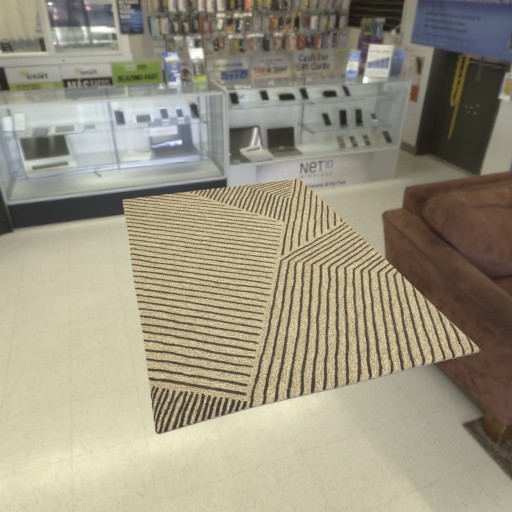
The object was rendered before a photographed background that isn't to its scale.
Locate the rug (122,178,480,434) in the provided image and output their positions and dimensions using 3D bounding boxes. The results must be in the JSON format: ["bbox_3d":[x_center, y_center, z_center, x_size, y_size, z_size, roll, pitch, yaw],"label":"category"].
[{"bbox_3d":[0.000,0.000,2.286,1.237,0.019,1.842,-9,33,-15],"label":"rug"}]
